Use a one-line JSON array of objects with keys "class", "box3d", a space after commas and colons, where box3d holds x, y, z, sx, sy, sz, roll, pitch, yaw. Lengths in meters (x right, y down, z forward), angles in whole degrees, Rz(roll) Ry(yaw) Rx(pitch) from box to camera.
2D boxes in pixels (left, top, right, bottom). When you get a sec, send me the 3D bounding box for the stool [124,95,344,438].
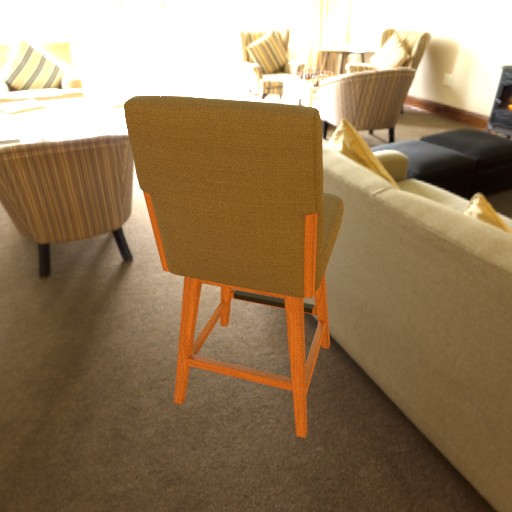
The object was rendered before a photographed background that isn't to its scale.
[{"class": "stool", "box3d": [0.000, 0.000, 1.356, 0.459, 1.019, 0.570, 9, 32, 15]}]
